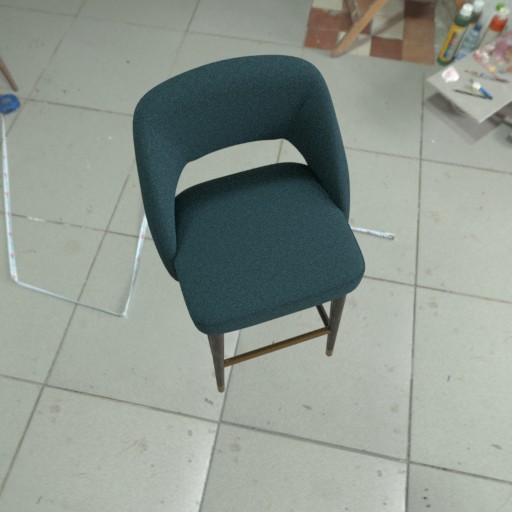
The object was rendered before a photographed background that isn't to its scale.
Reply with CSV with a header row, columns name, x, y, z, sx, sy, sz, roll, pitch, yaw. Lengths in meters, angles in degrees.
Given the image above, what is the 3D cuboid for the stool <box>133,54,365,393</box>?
name,x,y,z,sx,sy,sz,roll,pitch,yaw
stool,0.000,0.000,1.350,0.536,1.032,0.522,-16,64,-8
